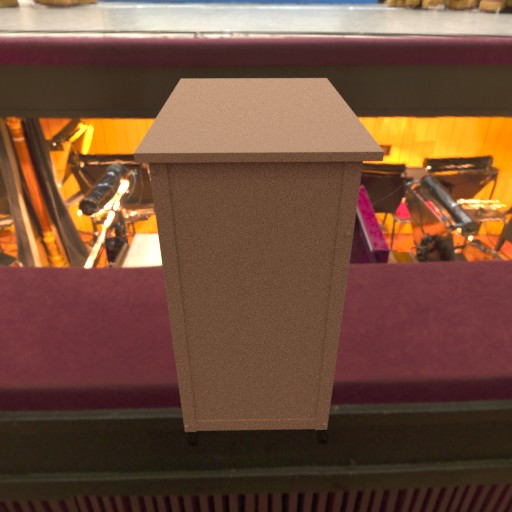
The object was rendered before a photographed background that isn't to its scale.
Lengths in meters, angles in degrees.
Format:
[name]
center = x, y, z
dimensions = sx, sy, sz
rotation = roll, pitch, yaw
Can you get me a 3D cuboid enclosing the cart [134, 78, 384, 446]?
[cart]
center = 0.000, 0.000, 1.299
dimensions = 0.442, 0.864, 0.683
rotation = -1, 32, -1
